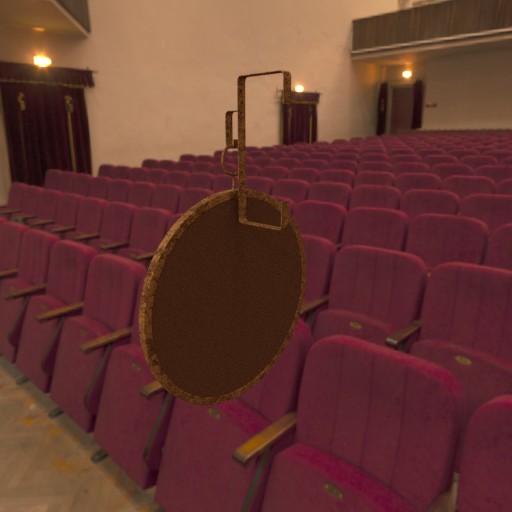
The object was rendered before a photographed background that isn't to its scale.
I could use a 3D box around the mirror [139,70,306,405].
[{"bbox_3d":[0.000,0.000,0.851,0.144,0.651,0.447,14,21,42],"label":"mirror"}]
